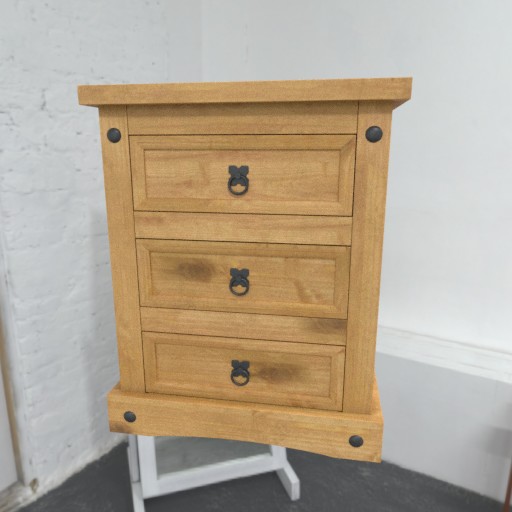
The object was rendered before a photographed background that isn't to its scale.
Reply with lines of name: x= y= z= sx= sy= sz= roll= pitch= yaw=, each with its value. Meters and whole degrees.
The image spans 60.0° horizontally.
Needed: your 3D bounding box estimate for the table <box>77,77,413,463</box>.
table: x=0.000 y=0.000 z=1.187 sx=0.660 sy=0.813 sz=0.500 roll=2 pitch=14 yaw=10
